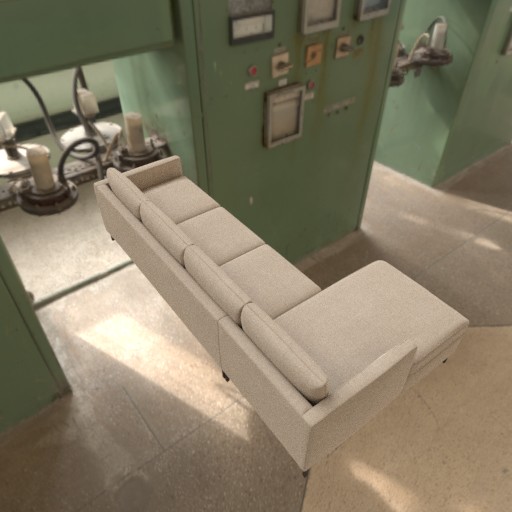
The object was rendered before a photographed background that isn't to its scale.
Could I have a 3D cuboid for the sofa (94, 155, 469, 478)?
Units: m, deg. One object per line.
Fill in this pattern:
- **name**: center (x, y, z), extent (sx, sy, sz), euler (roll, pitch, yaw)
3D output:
- **sofa**: center (0.000, 0.000, 3.554), extent (1.469, 0.816, 2.923), euler (-27, 48, -27)
